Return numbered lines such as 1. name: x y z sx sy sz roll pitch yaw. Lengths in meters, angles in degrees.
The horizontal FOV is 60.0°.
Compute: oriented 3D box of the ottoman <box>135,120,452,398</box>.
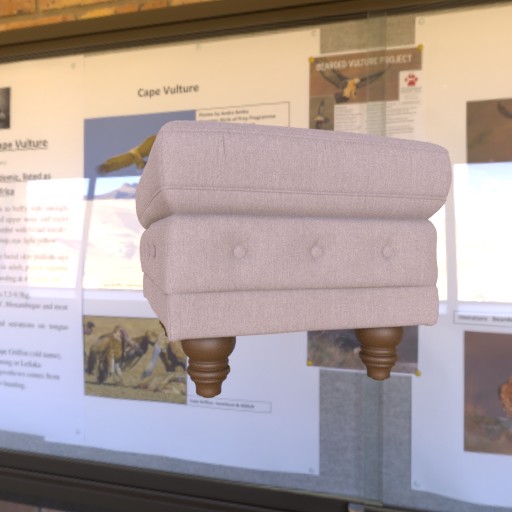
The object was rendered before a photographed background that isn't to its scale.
1. ottoman: 0.000 0.000 1.125 0.569 0.500 0.771 0 1 -17
